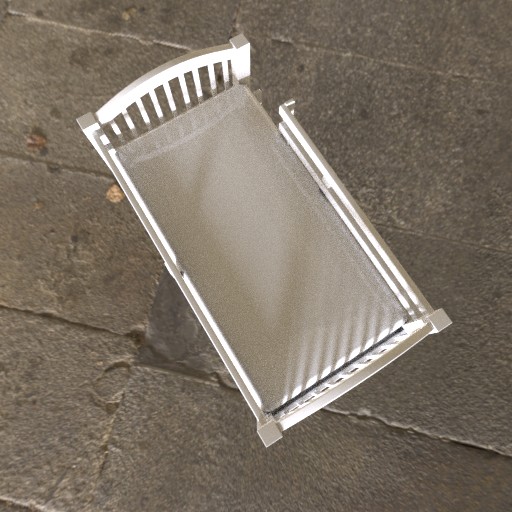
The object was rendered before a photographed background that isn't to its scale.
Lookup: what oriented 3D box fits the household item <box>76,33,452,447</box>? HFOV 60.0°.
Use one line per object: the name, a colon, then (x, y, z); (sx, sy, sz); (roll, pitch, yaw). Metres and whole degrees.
household item: (0.000, 0.000, 3.259); (1.143, 2.032, 2.032); (-31, 78, -8)
